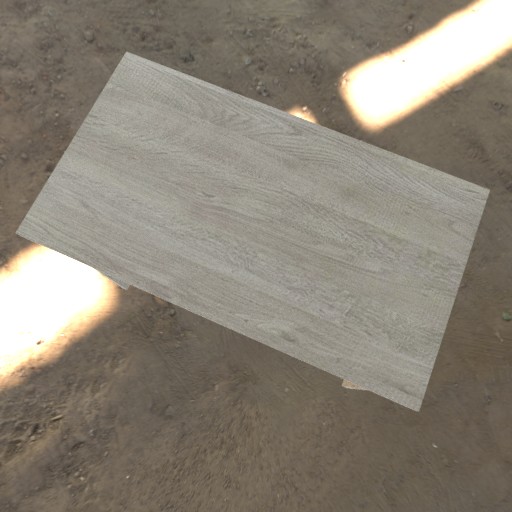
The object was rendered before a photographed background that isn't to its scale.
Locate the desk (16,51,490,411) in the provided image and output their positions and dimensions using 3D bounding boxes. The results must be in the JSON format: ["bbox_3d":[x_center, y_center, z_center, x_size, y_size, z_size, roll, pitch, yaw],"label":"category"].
[{"bbox_3d":[0.000,0.000,1.299,0.893,0.724,0.498,23,76,6],"label":"desk"}]
